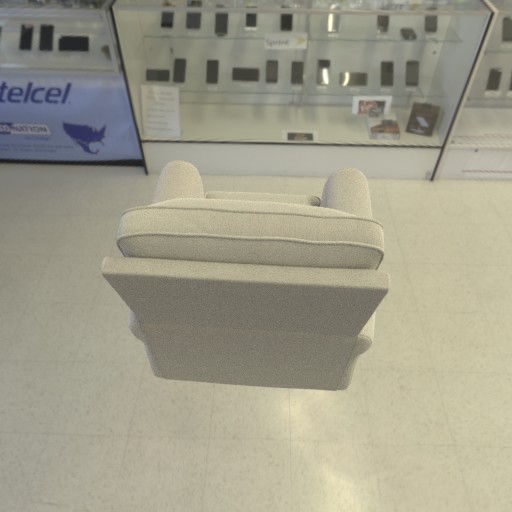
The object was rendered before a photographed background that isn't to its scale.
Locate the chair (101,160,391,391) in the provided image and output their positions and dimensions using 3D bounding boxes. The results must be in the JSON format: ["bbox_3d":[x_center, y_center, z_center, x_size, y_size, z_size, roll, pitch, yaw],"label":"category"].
[{"bbox_3d":[0.000,0.000,1.647,0.890,0.960,0.878,3,47,3],"label":"chair"}]
